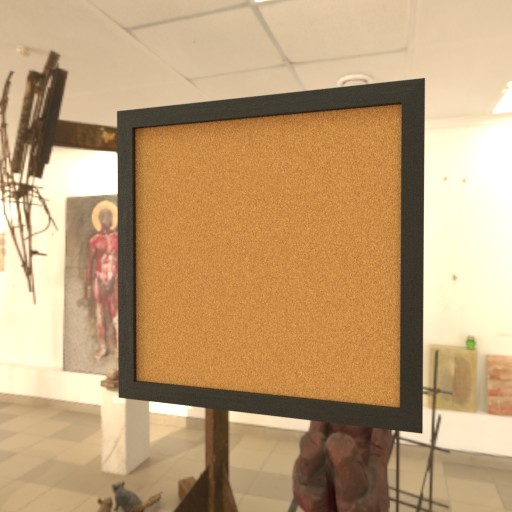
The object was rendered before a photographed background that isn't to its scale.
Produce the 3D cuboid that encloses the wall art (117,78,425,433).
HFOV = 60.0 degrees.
[{"bbox_3d":[0.000,0.000,1.436,1.016,1.016,0.038,0,1,18],"label":"wall art"}]
